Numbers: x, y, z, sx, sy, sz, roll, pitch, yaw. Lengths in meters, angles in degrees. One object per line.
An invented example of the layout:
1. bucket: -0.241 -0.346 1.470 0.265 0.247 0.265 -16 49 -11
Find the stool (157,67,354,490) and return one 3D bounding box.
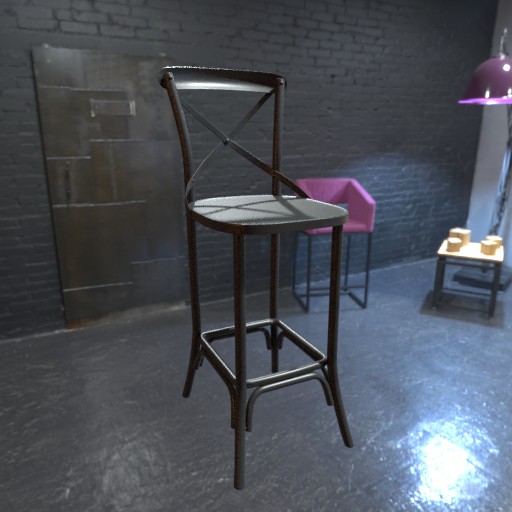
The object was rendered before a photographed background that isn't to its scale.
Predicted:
1. stool: 0.000 0.000 1.415 0.457 1.168 0.584 -8 18 -25
